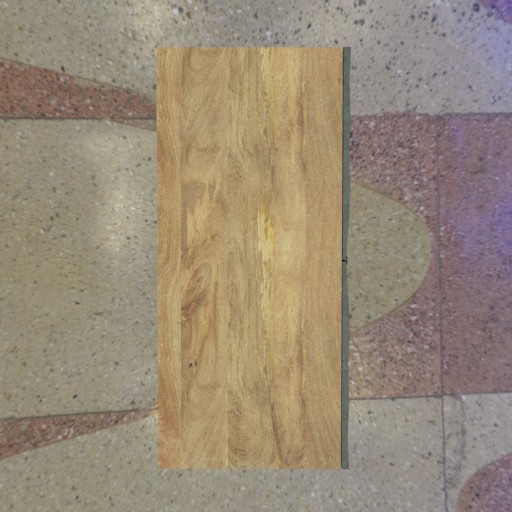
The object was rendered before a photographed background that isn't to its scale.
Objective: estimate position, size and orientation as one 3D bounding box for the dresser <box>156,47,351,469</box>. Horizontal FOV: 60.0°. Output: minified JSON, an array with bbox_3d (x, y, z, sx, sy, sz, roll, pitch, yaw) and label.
[{"bbox_3d":[0.000,0.000,1.426,0.446,0.847,0.967,0,91,0],"label":"dresser"}]
